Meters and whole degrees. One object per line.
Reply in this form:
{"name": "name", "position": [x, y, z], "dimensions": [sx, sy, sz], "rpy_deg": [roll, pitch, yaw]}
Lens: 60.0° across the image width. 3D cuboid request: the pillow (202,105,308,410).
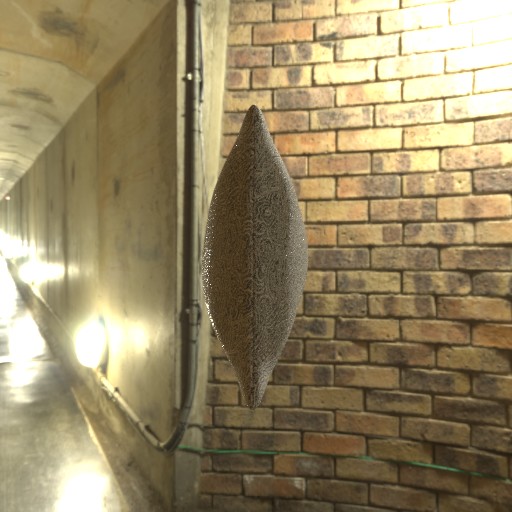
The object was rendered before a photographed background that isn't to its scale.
{"name": "pillow", "position": [0.000, 0.000, 0.729], "dimensions": [0.151, 0.295, 0.615], "rpy_deg": [0, 0, 0]}
